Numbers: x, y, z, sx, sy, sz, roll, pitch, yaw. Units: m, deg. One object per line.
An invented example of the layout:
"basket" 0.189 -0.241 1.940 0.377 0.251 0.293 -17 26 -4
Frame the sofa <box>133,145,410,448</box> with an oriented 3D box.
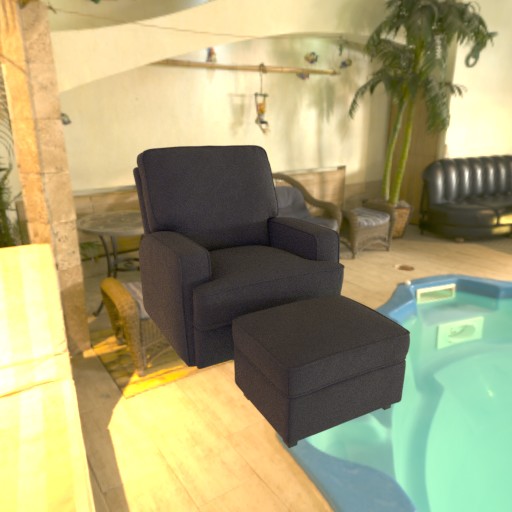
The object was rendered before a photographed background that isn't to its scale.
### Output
"sofa" 0.000 0.000 2.094 0.861 0.959 1.472 -9 20 -27
